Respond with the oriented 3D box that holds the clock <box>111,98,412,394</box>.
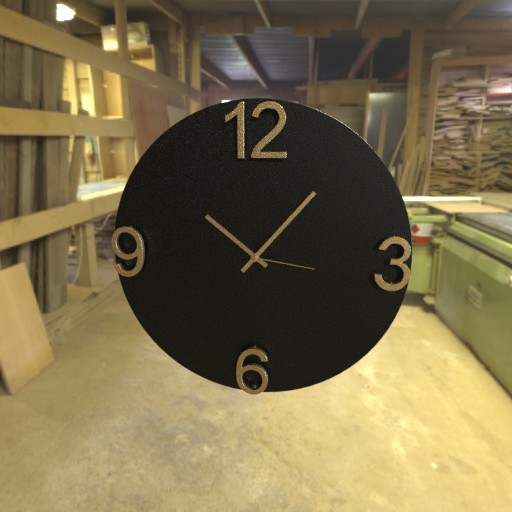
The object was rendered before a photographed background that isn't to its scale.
[{"bbox_3d":[0.000,0.000,0.672,0.454,0.454,0.038,2,13,9],"label":"clock"}]
